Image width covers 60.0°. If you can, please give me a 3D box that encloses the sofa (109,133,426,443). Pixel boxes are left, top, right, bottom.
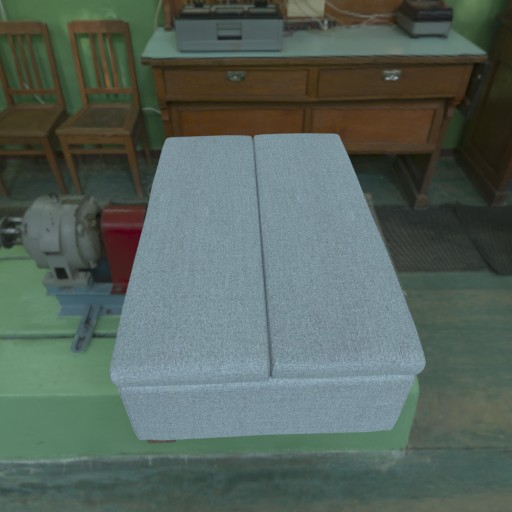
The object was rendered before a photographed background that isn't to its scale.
[{"bbox_3d":[0.000,0.000,1.662,0.817,0.434,1.250,-2,41,-2],"label":"sofa"}]
